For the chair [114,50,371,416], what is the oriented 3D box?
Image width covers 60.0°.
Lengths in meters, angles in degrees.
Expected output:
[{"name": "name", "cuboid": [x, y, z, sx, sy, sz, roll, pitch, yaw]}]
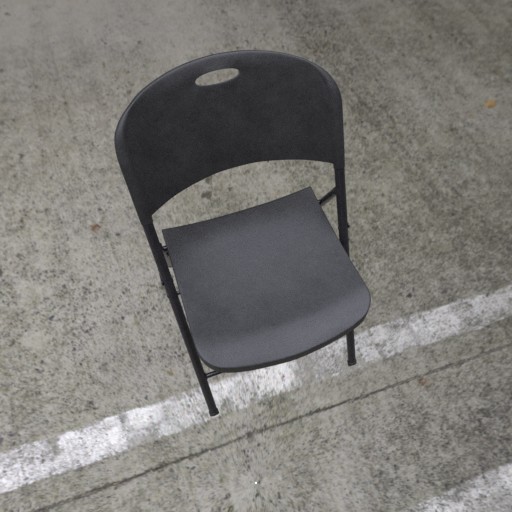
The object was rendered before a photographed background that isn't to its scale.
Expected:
[{"name": "chair", "cuboid": [0.000, 0.000, 1.150, 0.494, 0.810, 0.566, -17, 64, -9]}]
